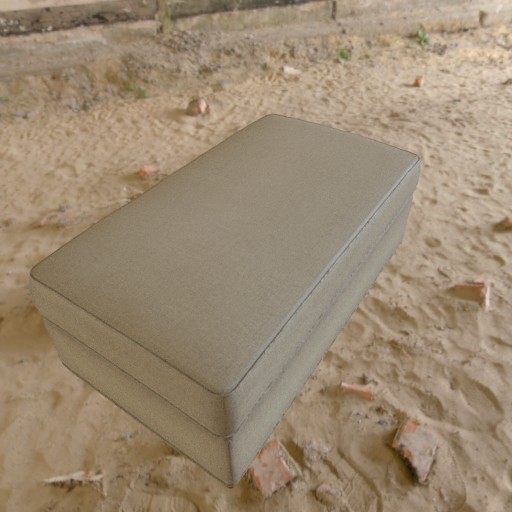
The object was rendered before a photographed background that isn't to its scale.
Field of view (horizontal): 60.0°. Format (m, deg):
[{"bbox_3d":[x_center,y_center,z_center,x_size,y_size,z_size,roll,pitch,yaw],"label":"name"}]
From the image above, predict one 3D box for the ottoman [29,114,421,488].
[{"bbox_3d":[0.000,0.000,1.366,0.617,0.461,1.097,24,47,25],"label":"ottoman"}]
